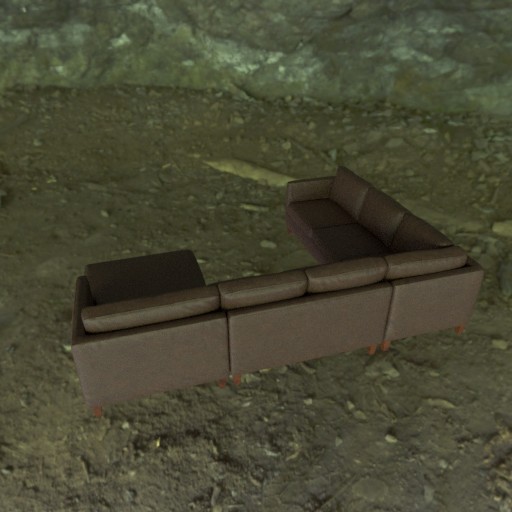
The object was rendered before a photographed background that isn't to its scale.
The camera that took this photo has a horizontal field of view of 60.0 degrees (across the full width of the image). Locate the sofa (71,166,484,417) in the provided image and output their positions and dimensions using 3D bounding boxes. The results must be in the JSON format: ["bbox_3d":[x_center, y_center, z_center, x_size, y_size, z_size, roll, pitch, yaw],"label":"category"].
[{"bbox_3d":[0.000,0.000,4.621,3.460,0.923,2.593,-9,31,-15],"label":"sofa"}]
